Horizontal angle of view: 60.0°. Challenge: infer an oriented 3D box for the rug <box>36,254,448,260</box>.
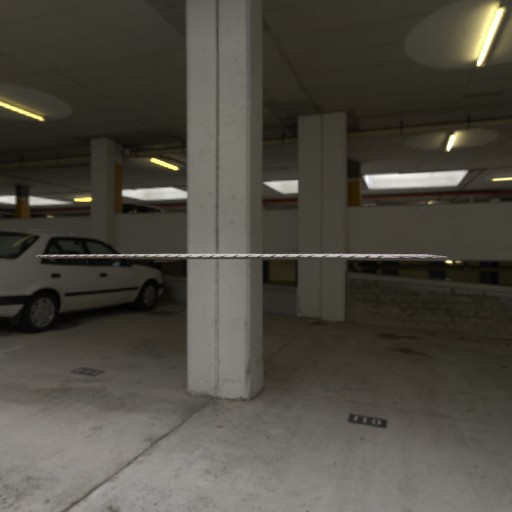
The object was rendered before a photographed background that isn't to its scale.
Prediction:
[{"bbox_3d":[0.000,0.000,2.438,1.842,0.019,1.237,0,1,18],"label":"rug"}]
